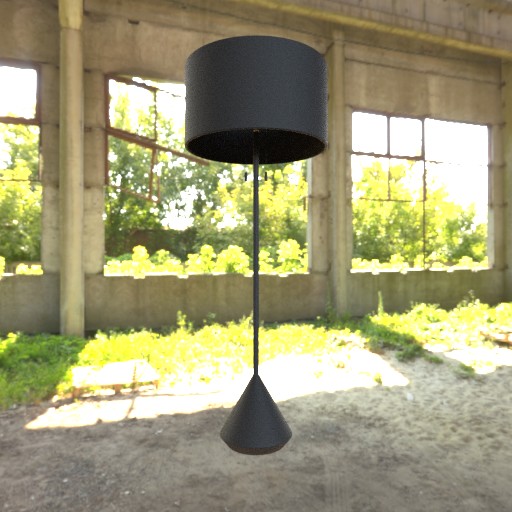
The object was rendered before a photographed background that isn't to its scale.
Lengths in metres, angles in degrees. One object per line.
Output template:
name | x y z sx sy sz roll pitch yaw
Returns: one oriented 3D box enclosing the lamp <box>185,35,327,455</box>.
lamp | 0.000 0.000 1.816 0.580 1.526 0.580 -1 -1 36
